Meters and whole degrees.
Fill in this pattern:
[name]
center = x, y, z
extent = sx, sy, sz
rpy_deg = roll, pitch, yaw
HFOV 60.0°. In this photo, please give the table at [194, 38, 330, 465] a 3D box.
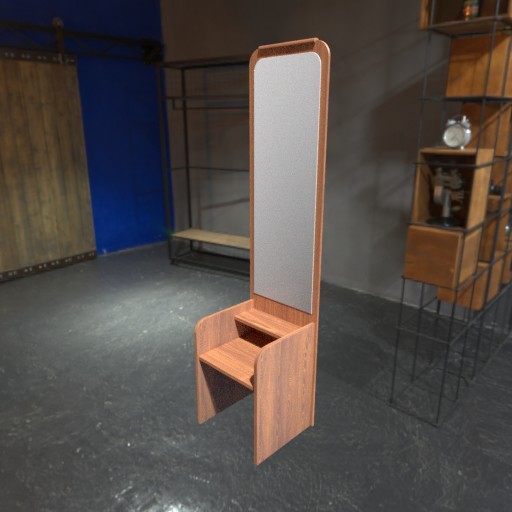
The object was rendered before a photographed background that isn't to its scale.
[table]
center = 0.000, 0.000, 2.039
extent = 0.450, 1.830, 0.420
rpy_deg = 16, 23, 42
